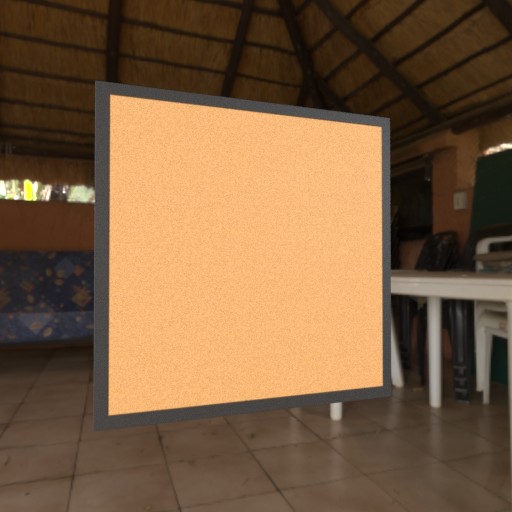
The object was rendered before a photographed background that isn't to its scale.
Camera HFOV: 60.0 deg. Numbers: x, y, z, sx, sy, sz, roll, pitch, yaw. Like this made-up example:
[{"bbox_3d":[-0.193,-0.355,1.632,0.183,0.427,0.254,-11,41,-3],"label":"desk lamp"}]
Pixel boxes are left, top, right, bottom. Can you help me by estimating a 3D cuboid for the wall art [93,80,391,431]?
[{"bbox_3d":[0.000,0.000,0.739,0.506,0.506,0.037,0,-1,-19],"label":"wall art"}]
